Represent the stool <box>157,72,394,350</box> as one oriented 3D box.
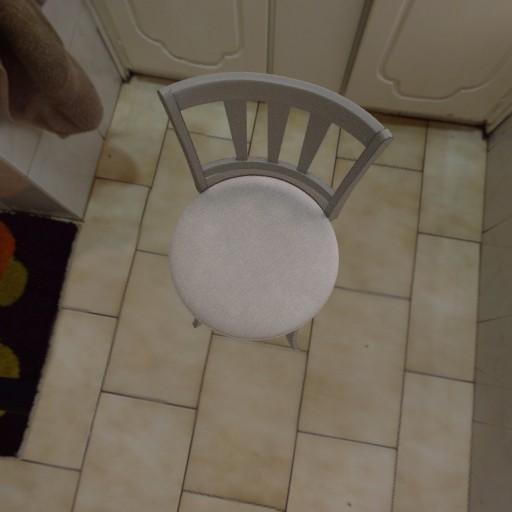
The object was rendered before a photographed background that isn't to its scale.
[{"bbox_3d":[0.000,0.000,1.258,0.450,0.994,0.486,12,76,3],"label":"stool"}]
